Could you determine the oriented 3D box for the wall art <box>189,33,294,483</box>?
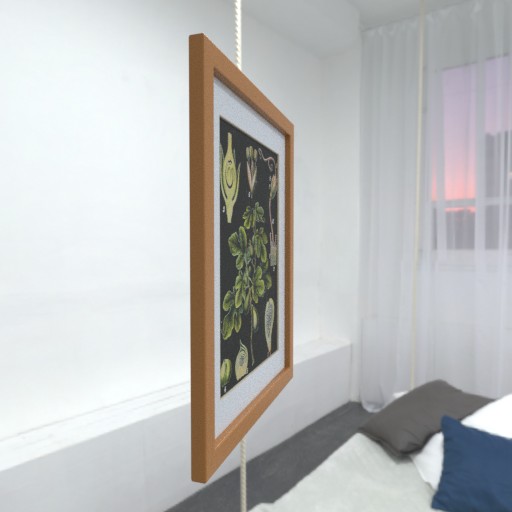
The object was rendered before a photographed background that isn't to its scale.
[{"bbox_3d":[0.000,0.000,0.759,0.022,0.553,0.452,1,2,19],"label":"wall art"}]
